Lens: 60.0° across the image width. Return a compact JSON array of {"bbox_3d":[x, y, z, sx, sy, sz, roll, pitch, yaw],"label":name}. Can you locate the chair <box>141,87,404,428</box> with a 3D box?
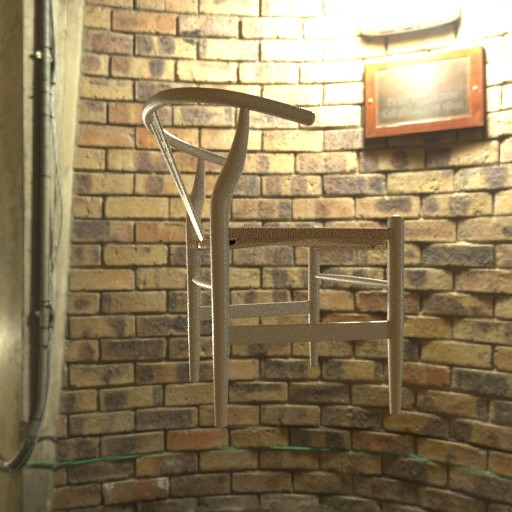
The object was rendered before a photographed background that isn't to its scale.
[{"bbox_3d":[0.000,0.000,1.161,0.579,0.730,0.569,0,1,-17],"label":"chair"}]
